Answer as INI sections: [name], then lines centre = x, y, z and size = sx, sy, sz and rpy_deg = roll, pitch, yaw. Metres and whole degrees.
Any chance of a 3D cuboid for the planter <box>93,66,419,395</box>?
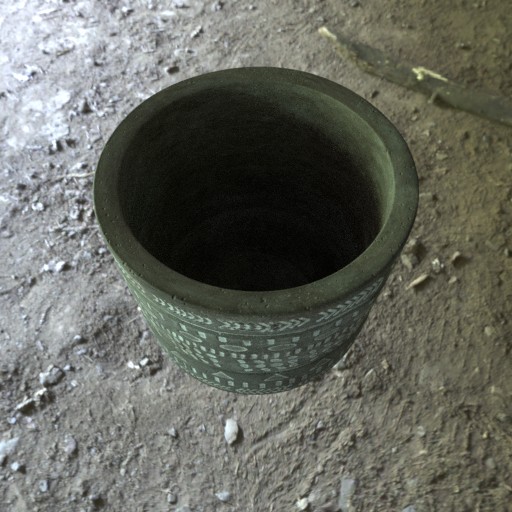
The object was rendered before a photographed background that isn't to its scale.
[planter]
centre = 0.000, 0.000, 0.257
size = 0.142, 0.149, 0.142
rpy_deg = 0, 59, 0
